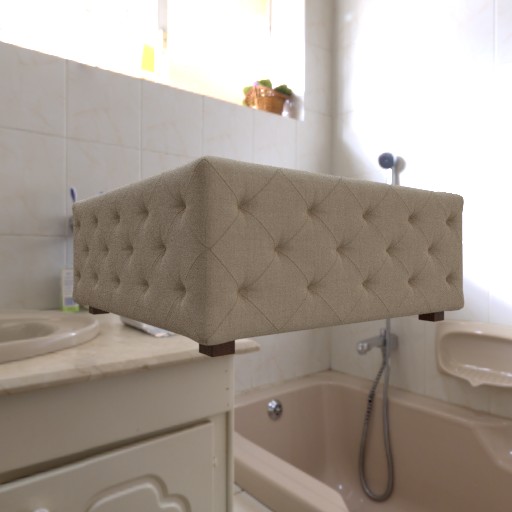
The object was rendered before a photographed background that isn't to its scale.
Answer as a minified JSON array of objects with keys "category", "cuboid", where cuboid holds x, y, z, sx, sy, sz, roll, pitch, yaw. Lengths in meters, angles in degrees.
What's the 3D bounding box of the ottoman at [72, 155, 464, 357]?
[{"category":"ottoman","cuboid":[0.000,0.000,1.608,1.028,0.439,1.028,0,0,-37]}]
